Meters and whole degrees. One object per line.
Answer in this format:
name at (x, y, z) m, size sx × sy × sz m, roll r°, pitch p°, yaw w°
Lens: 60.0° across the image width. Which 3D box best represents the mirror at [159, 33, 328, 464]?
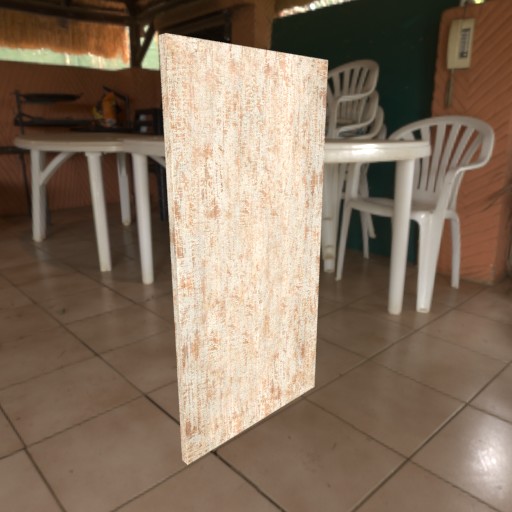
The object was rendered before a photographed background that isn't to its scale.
mirror at (0.000, 0.000, 1.080) m, size 0.472 × 0.922 × 0.027 m, roll -15°, pitch 22°, yaw -42°
